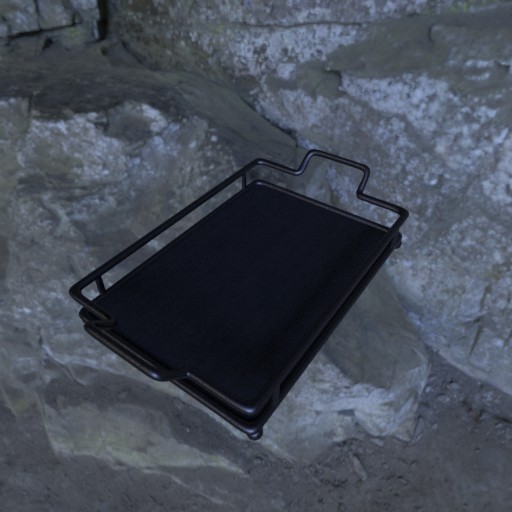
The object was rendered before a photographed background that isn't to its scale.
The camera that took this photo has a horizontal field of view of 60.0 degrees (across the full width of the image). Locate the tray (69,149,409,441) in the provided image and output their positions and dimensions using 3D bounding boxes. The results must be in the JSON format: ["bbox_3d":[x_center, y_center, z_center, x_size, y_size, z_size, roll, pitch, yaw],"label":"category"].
[{"bbox_3d":[0.000,0.000,0.635,0.297,0.101,0.495,25,47,26],"label":"tray"}]
